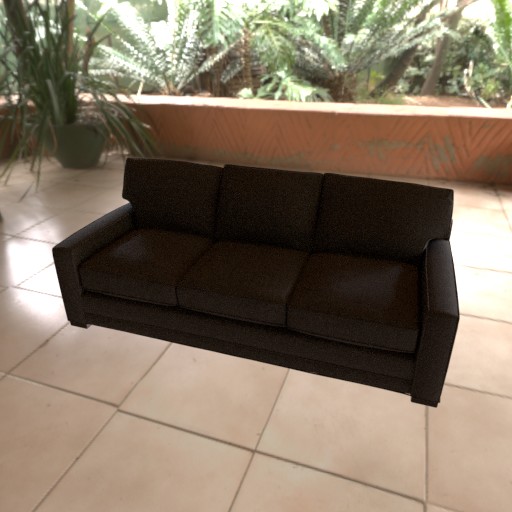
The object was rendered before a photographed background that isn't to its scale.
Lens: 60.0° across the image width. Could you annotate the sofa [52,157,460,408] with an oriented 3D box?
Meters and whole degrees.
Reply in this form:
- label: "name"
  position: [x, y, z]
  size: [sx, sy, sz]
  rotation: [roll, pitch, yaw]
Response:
- label: "sofa"
  position: [0.000, 0.000, 2.871]
  size: [2.369, 0.978, 1.004]
  rotation: [9, 28, 16]
